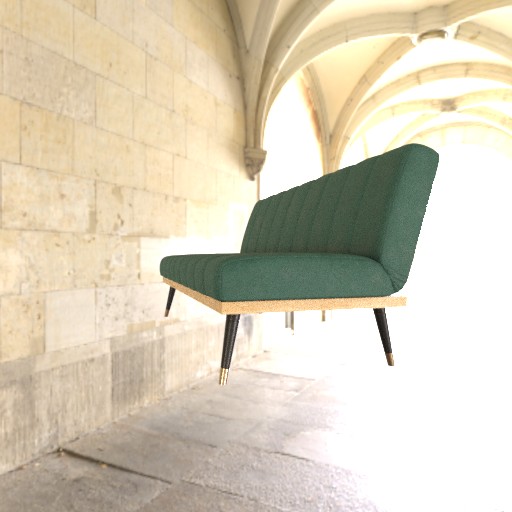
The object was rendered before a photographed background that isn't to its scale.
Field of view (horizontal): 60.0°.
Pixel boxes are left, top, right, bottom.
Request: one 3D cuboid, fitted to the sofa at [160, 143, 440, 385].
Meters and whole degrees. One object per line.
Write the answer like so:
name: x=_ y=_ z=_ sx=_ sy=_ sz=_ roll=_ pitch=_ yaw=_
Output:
sofa: x=0.000 y=0.000 z=2.321 sx=0.830 sy=0.820 sz=1.810 roll=0 pitch=0 yaw=-18
